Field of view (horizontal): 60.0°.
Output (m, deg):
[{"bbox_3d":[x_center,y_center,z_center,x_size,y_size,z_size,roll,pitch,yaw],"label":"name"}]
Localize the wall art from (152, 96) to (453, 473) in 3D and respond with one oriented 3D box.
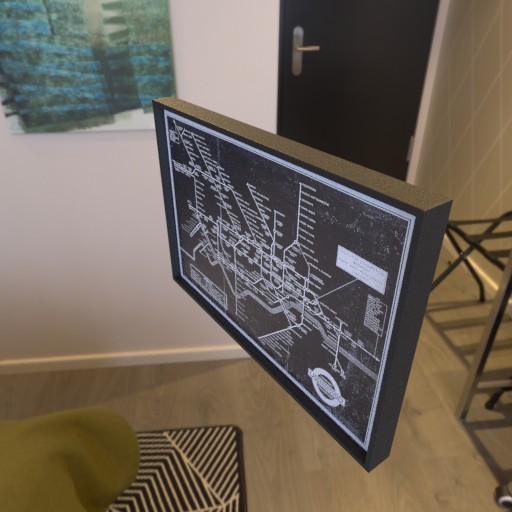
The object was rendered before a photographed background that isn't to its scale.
[{"bbox_3d":[0.000,0.000,0.826,0.051,0.456,0.671,-21,37,-30],"label":"wall art"}]
